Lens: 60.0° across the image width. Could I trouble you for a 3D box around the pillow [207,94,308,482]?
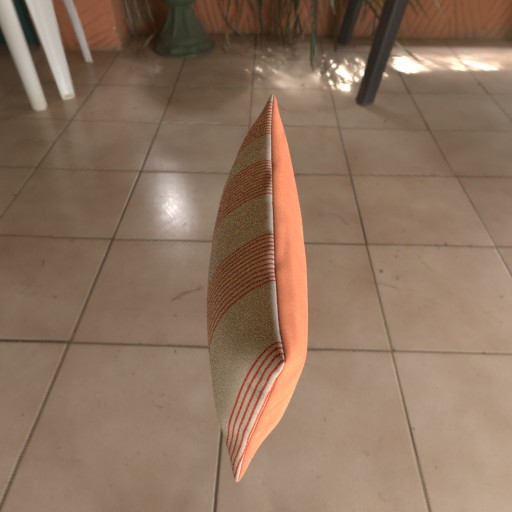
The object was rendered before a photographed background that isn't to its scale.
[{"bbox_3d":[0.000,0.000,0.735,0.156,0.292,0.608,0,43,0],"label":"pillow"}]
